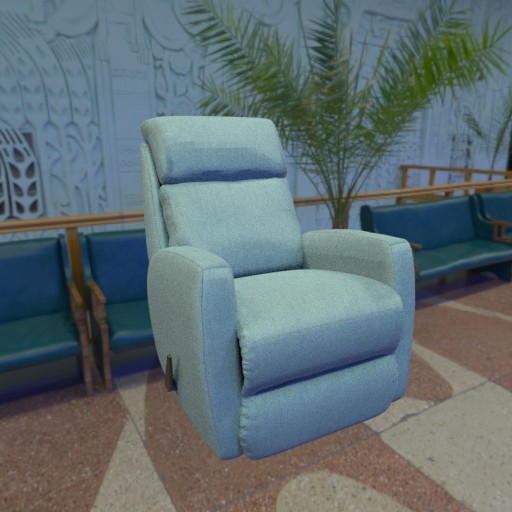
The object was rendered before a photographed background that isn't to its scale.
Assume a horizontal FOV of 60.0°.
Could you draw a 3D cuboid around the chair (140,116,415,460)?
[{"bbox_3d":[0.000,0.000,1.640,0.812,1.013,0.940,-8,17,-27],"label":"chair"}]
